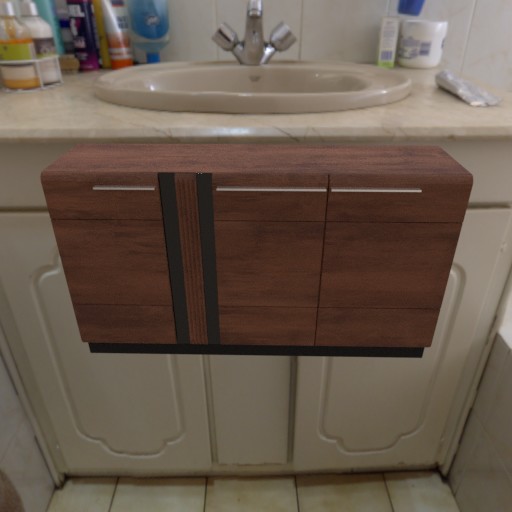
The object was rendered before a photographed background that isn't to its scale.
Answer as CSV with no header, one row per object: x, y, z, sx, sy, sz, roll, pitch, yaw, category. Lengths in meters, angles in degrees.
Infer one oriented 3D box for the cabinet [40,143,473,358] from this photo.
0.000,0.000,2.011,1.600,0.900,0.420,1,30,1,cabinet
